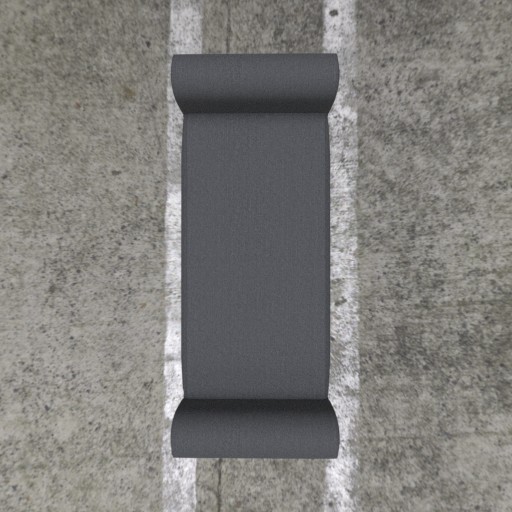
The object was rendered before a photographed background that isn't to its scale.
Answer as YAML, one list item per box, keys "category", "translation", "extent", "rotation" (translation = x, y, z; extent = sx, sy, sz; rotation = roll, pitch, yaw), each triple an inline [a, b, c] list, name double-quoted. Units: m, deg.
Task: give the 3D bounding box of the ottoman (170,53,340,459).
- category: "ottoman"
  translation: [0.000, 0.000, 1.593]
  extent: [0.521, 0.547, 1.256]
  rotation: [0, 90, 1]
